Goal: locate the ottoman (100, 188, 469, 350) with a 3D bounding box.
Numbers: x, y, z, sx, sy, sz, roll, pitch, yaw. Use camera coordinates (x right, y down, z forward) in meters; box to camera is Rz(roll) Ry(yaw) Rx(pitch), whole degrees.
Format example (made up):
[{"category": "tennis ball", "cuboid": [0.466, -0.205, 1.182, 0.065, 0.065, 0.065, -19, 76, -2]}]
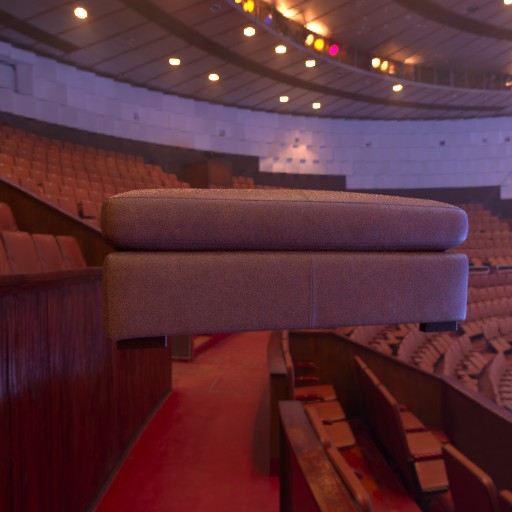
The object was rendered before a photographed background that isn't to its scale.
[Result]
[{"category": "ottoman", "cuboid": [0.000, 0.000, 1.834, 1.168, 0.490, 1.168, 0, 0, -16]}]
